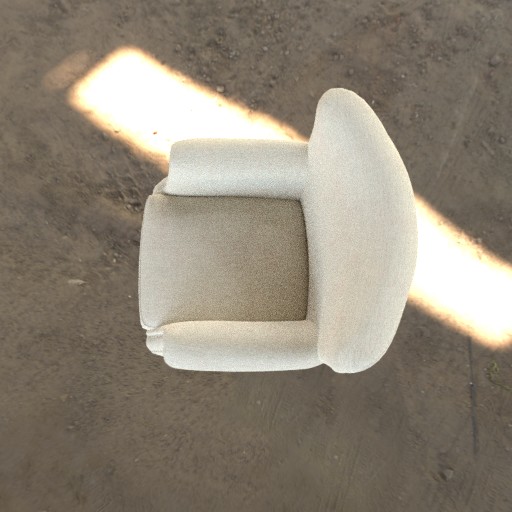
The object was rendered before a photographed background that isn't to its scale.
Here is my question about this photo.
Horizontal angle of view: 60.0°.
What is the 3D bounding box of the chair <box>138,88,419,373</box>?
[{"bbox_3d":[0.000,0.000,1.683,0.921,0.936,0.861,-1,76,0],"label":"chair"}]
